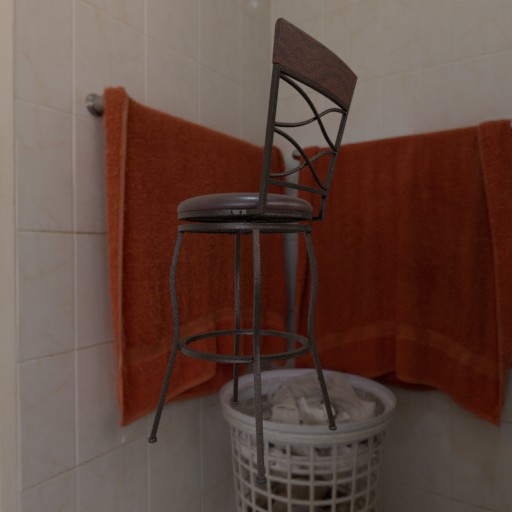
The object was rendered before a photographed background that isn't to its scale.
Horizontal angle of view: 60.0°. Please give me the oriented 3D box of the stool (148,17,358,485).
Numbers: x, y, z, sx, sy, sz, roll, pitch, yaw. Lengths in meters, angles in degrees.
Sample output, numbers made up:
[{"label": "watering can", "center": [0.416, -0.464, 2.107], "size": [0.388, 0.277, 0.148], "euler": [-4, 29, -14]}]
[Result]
[{"label": "stool", "center": [0.000, 0.000, 1.365], "size": [0.513, 1.130, 0.448], "euler": [1, 1, 36]}]
